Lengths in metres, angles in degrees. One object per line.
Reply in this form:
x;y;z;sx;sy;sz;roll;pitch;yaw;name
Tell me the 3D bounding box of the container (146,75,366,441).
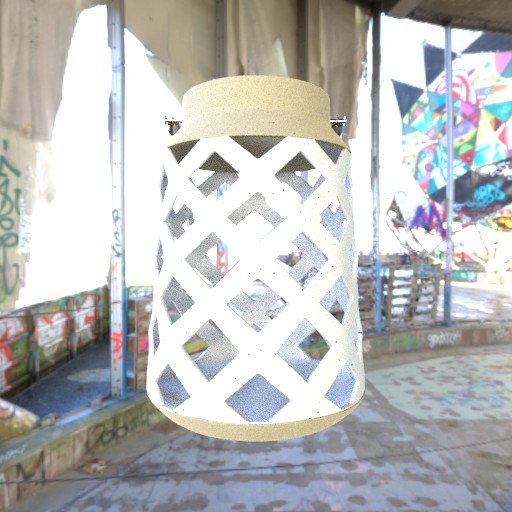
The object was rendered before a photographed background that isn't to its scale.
0.000;0.000;0.389;0.188;0.264;0.198;0;1;-1;container
